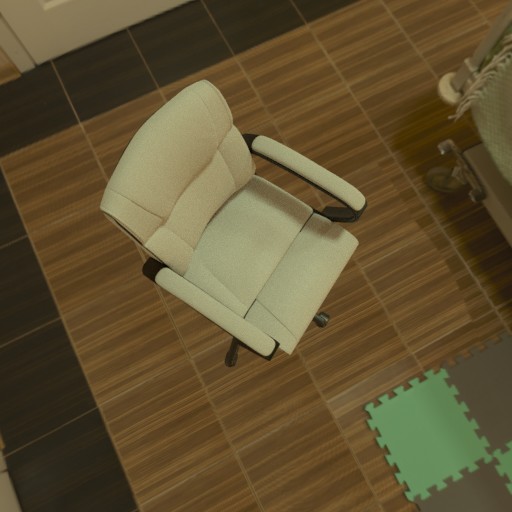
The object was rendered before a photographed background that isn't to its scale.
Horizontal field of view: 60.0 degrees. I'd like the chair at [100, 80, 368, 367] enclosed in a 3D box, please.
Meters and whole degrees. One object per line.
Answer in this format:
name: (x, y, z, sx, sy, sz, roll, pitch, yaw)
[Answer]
chair: (0.000, 0.000, 1.525, 0.717, 1.004, 0.739, 33, 78, 8)
